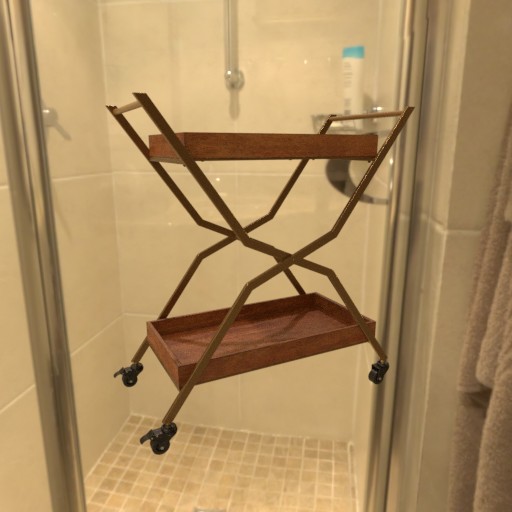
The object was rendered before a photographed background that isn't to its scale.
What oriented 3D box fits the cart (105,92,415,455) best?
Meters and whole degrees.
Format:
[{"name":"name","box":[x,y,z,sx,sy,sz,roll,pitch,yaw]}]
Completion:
[{"name":"cart","box":[0.000,0.000,1.352,0.836,0.869,0.405,-7,16,-26]}]
